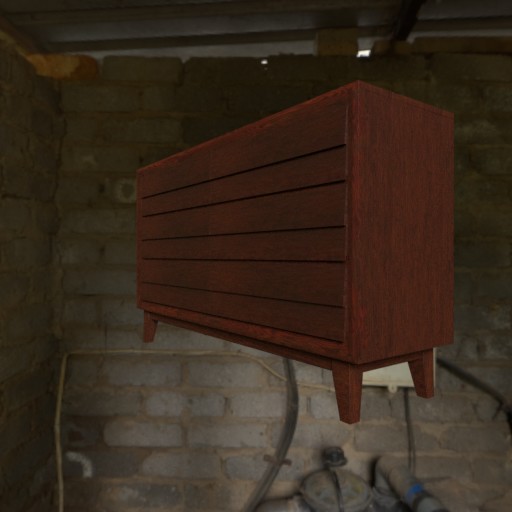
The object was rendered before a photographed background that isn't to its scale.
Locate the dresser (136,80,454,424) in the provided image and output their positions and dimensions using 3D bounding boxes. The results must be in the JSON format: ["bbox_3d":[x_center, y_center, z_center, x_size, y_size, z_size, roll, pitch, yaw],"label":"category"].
[{"bbox_3d":[0.000,0.000,2.012,0.499,0.971,1.609,0,0,-37],"label":"dresser"}]
